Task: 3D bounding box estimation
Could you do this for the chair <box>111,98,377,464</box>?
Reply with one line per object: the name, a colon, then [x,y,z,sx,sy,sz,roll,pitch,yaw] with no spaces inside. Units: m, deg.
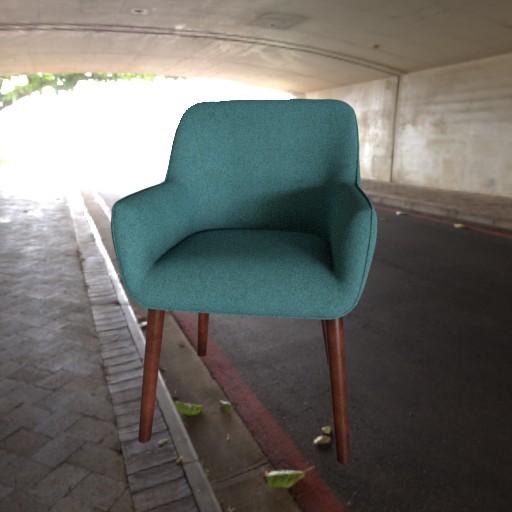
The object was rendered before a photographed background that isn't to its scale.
chair: [0.000,0.000,1.144,0.543,0.803,0.519,2,15,8]
